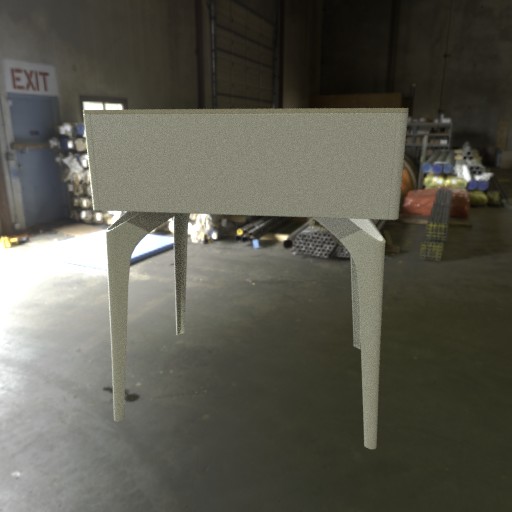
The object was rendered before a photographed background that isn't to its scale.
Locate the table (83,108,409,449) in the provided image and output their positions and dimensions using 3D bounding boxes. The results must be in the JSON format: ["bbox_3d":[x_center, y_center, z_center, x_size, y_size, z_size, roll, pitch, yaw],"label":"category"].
[{"bbox_3d":[0.000,0.000,0.924,0.500,0.570,0.400,3,17,9],"label":"table"}]
